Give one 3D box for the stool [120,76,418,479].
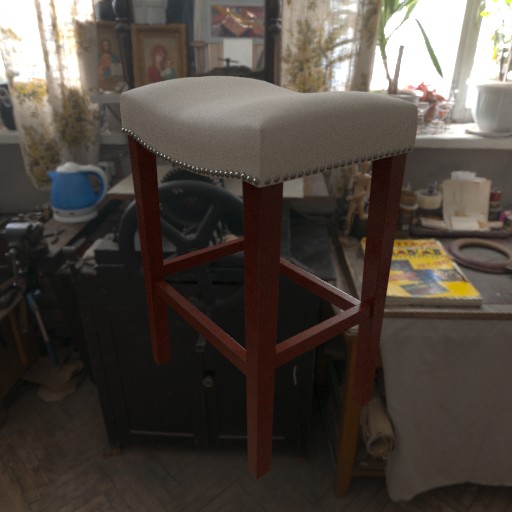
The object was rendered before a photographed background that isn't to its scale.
[{"bbox_3d":[0.000,0.000,1.021,0.372,0.742,0.504,-19,32,-33],"label":"stool"}]
